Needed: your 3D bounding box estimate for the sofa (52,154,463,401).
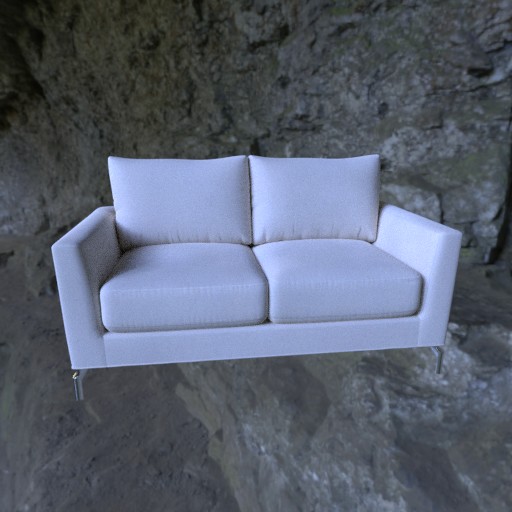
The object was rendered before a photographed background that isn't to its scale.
[{"bbox_3d":[0.000,0.000,2.307,1.739,0.995,0.906,-2,16,-7],"label":"sofa"}]
